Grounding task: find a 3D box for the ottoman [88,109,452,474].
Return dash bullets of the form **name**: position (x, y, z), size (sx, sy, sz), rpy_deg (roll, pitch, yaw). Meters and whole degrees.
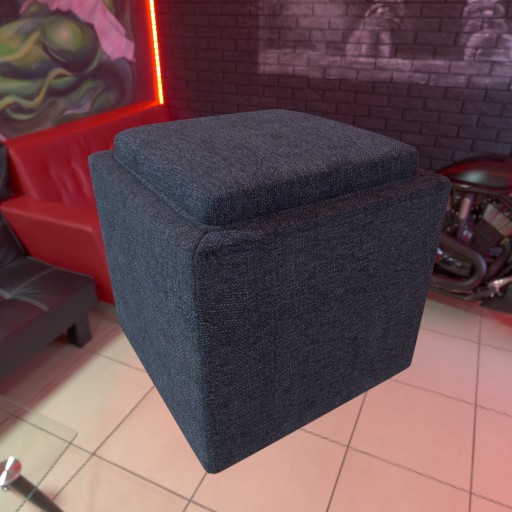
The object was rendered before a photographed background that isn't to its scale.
- **ottoman**: position (0.000, 0.000, 0.824), size (0.450, 0.460, 0.450), rpy_deg (-17, 34, -28)
